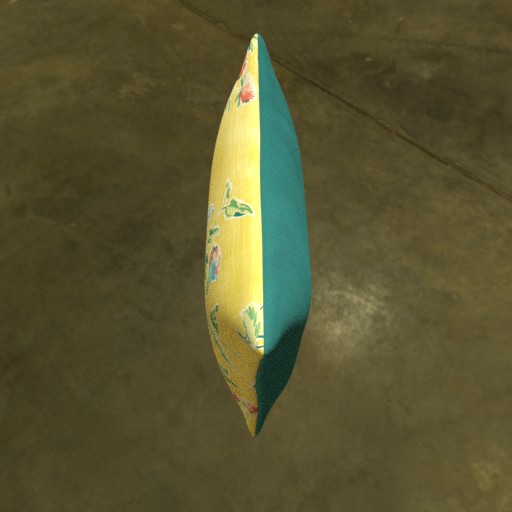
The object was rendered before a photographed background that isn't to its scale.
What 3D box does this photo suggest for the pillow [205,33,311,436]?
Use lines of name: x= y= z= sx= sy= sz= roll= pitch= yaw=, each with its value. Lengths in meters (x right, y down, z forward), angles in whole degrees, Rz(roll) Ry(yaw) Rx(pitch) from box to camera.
pillow: x=0.000 y=0.000 z=0.784 sx=0.166 sy=0.508 sz=0.525 roll=0 pitch=59 yaw=0
